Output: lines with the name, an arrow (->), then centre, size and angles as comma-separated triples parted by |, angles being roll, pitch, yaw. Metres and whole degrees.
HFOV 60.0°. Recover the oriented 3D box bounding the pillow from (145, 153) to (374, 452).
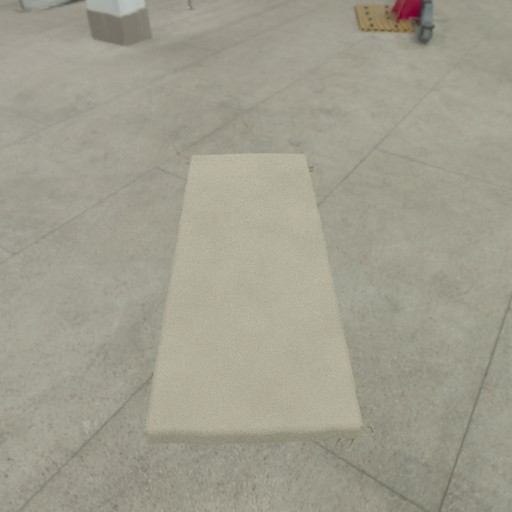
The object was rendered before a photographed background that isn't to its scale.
pillow -> 0.000, 0.000, 1.350 | 0.492, 0.081, 1.187 | -1, 42, -1
